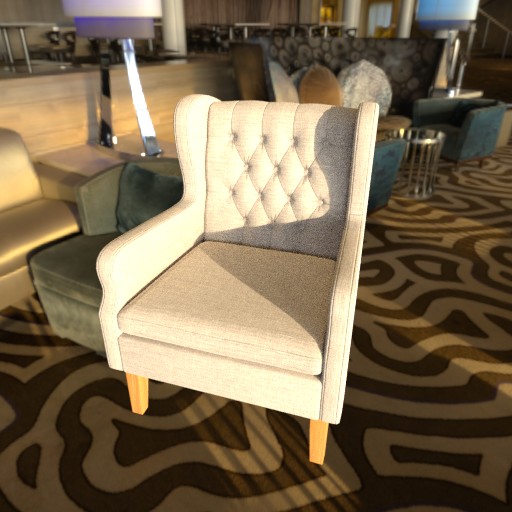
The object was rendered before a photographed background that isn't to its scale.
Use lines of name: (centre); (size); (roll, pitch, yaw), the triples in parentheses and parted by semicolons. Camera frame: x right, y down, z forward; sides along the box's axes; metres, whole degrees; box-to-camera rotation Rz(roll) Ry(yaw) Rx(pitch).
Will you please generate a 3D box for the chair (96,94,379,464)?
chair: (0.000, 0.000, 1.462); (0.710, 0.930, 0.760); (9, 29, 16)
